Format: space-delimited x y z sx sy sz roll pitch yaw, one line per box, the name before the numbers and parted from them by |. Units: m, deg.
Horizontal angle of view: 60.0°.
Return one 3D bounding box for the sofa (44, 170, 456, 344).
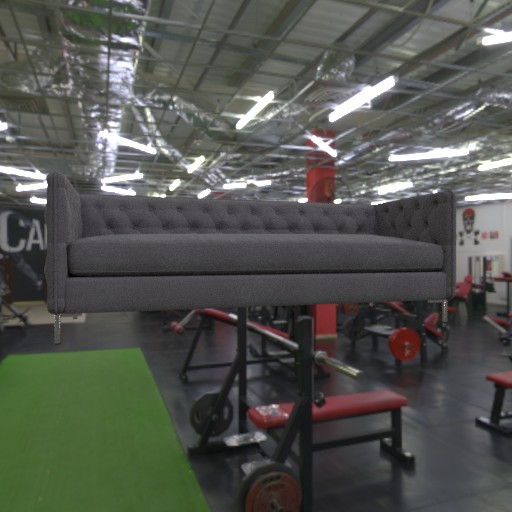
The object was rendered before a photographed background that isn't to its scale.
sofa | 0.000 0.000 2.649 2.209 0.771 0.895 0 0 -17
